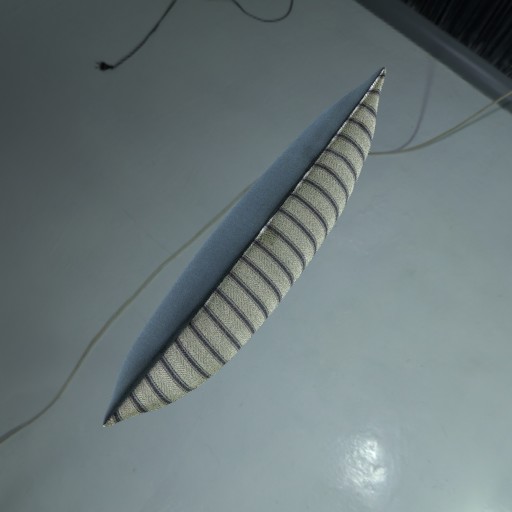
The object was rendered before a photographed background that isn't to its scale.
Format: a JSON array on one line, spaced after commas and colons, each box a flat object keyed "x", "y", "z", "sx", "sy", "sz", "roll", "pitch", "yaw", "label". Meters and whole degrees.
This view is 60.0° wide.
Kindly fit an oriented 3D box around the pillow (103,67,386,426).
[{"x": 0.000, "y": 0.000, "z": 0.723, "sx": 0.151, "sy": 0.305, "sz": 0.609, "roll": 36, "pitch": 79, "yaw": 8, "label": "pillow"}]
